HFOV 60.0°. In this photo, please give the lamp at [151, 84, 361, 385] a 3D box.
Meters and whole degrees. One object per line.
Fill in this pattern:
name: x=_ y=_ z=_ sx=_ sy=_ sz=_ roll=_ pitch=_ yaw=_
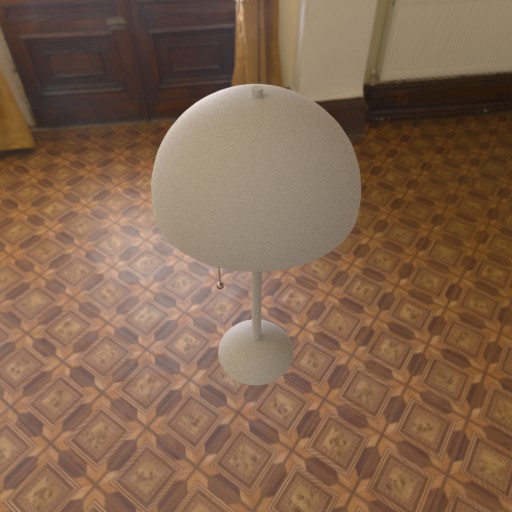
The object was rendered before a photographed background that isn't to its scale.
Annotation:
lamp: x=0.000 y=0.000 z=0.423 sx=0.171 sy=0.330 sz=0.171 roll=0 pitch=46 yaw=0
